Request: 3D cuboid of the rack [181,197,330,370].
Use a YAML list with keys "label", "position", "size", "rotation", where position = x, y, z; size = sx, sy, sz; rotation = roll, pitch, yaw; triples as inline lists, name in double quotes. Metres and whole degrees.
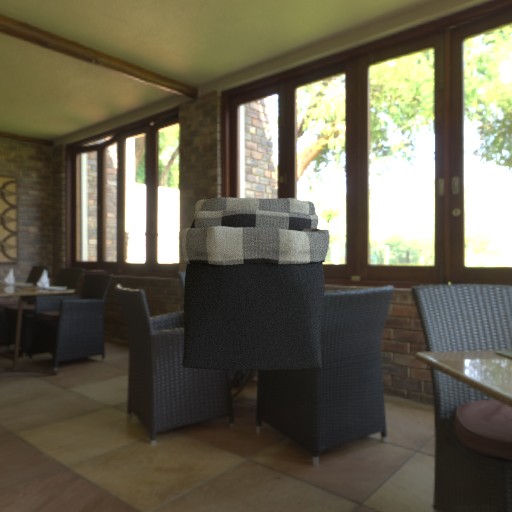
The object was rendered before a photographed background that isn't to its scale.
- label: "rack"
  position: [0.000, 0.000, 1.064]
  size: [0.370, 0.329, 0.889]
  rotation: [0, 0, -1]
